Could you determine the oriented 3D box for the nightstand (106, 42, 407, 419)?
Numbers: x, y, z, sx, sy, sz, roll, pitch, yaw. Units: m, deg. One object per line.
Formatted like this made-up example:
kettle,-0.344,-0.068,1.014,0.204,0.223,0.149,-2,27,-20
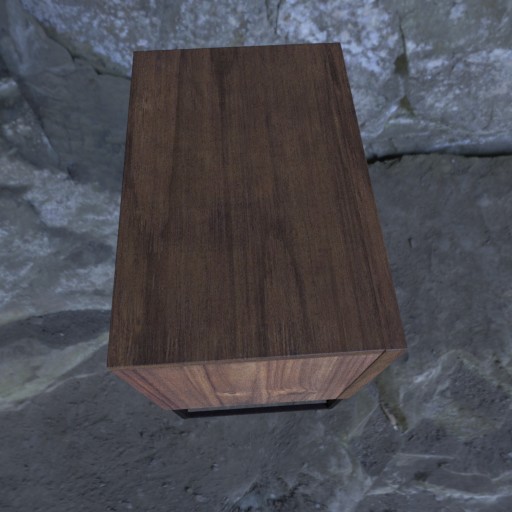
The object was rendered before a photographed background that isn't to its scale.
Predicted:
nightstand,0.000,0.000,0.999,0.437,0.610,0.610,-3,64,-2
